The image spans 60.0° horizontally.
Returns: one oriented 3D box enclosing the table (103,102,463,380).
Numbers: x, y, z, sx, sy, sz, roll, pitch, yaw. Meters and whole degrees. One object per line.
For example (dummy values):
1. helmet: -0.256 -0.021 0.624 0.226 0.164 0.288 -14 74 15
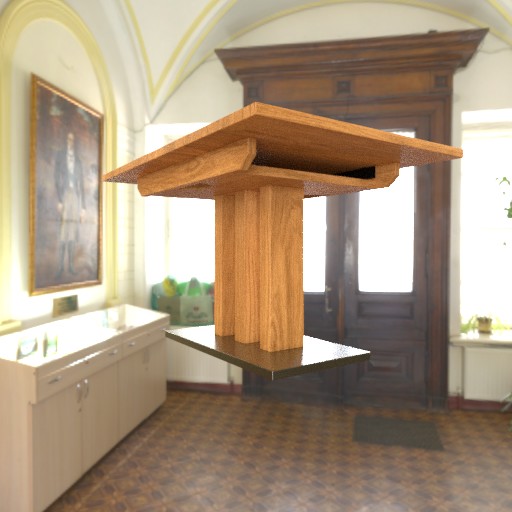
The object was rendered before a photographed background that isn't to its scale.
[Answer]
1. table: 0.000 0.000 1.864 0.900 0.770 1.300 -1 1 -35
